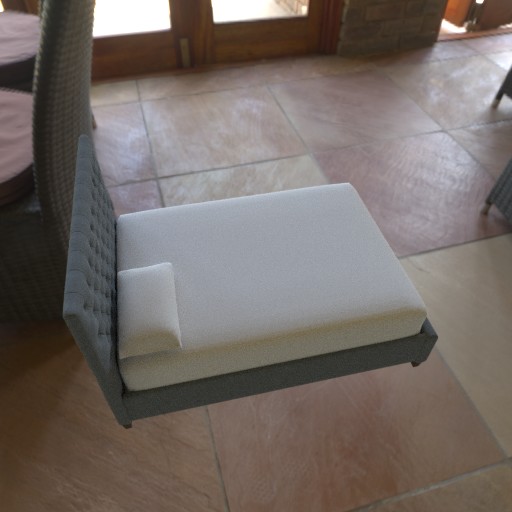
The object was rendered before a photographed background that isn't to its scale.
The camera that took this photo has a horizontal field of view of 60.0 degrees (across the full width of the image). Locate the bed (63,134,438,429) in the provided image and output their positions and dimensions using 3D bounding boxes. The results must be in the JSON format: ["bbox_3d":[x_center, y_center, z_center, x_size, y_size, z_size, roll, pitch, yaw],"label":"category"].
[{"bbox_3d":[0.000,0.000,3.387,2.335,1.411,1.698,-9,47,-9],"label":"bed"}]
